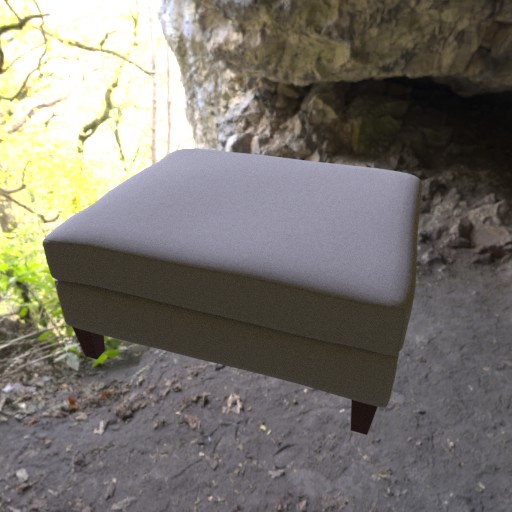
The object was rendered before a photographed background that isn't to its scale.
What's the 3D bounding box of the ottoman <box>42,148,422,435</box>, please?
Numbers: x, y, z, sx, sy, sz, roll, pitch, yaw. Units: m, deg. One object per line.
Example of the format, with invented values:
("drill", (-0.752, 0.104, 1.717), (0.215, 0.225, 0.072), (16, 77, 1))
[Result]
("ottoman", (0.000, 0.000, 1.480), (0.976, 0.492, 0.836), (10, 33, 16))
